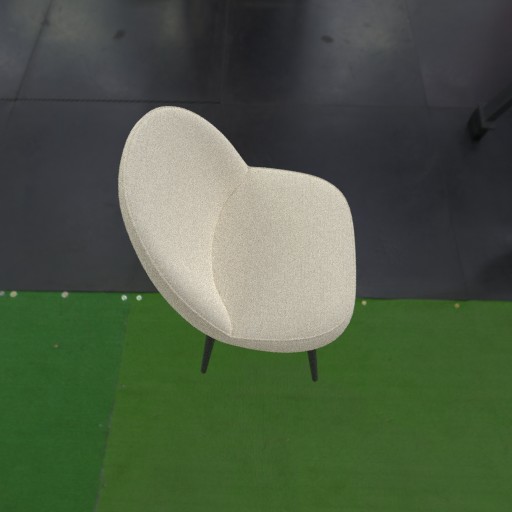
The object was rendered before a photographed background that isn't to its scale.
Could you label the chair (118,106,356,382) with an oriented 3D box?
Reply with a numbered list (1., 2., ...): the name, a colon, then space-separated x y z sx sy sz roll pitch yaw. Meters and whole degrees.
1. chair: 0.000 0.000 1.220 0.540 0.838 0.532 4 63 2
